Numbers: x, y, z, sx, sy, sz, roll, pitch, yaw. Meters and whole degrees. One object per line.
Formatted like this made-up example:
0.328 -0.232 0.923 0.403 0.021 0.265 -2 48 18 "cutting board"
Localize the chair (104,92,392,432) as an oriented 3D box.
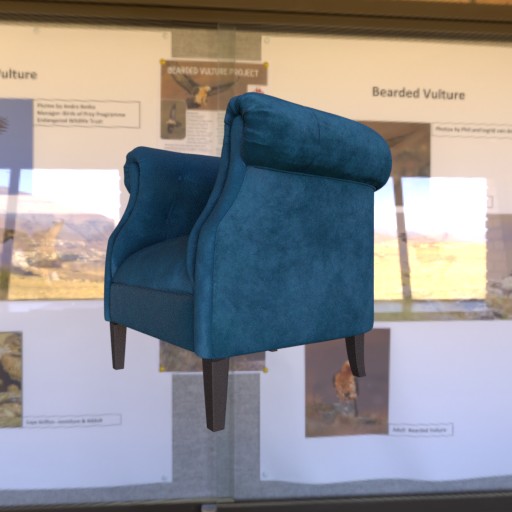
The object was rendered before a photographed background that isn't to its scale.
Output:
0.000 0.000 1.563 0.851 0.826 0.904 0 0 -36 "chair"
